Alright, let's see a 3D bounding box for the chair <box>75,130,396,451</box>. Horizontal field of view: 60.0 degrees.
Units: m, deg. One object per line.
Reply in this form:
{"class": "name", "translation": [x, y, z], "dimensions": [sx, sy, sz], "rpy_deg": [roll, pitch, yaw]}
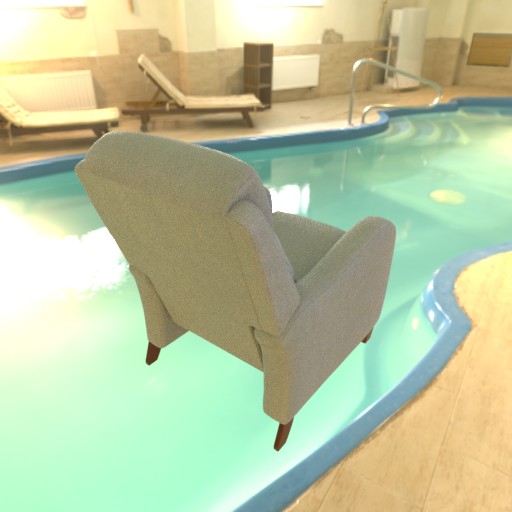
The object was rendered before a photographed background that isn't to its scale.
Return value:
{"class": "chair", "translation": [0.000, 0.000, 1.748], "dimensions": [0.785, 1.067, 0.988], "rpy_deg": [21, 36, 32]}
